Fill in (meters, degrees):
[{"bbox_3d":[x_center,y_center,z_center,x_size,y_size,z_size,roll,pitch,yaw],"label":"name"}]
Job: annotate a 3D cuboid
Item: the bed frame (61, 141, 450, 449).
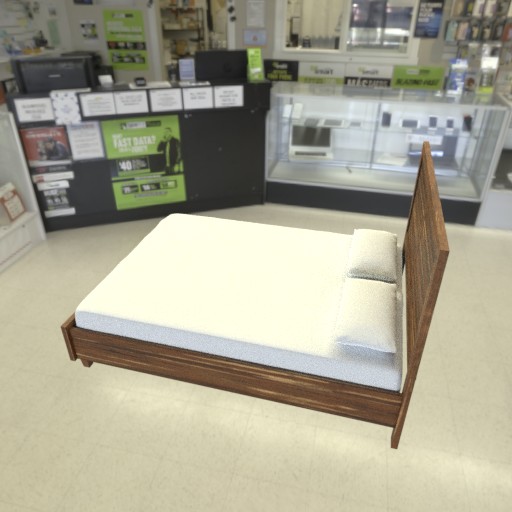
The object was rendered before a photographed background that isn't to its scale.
[{"bbox_3d":[0.000,0.000,3.307,2.276,1.417,1.696,8,32,13],"label":"bed frame"}]
